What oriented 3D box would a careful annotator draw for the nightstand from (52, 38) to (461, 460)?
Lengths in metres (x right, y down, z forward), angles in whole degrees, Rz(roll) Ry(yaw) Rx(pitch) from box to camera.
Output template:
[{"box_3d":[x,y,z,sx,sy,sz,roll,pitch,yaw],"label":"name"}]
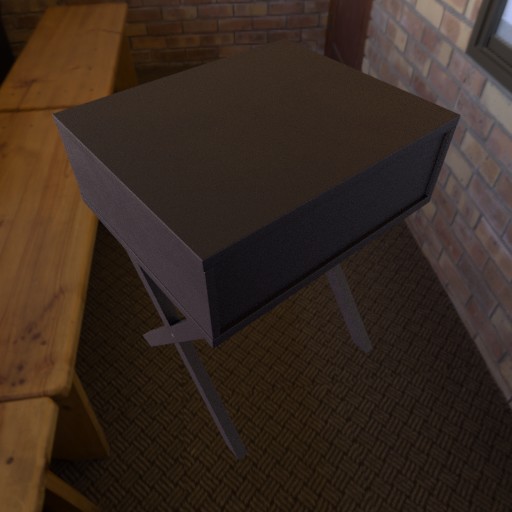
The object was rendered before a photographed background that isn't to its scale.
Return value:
[{"box_3d":[0.000,0.000,0.900,0.479,0.623,0.402,-31,53,-26],"label":"nightstand"}]
